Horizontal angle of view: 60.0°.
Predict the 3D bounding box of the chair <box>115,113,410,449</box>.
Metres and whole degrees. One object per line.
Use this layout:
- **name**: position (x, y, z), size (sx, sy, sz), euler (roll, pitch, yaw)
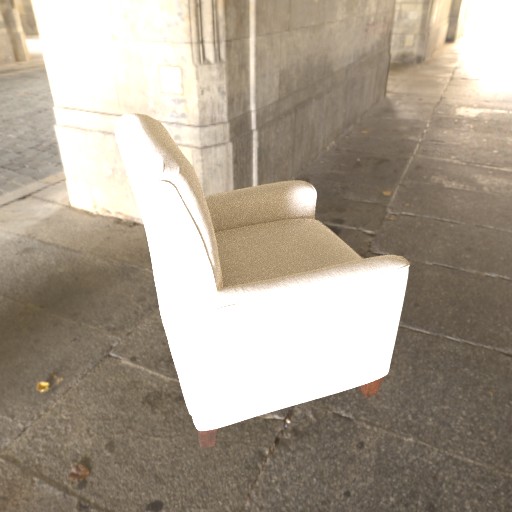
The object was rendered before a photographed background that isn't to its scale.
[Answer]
- **chair**: position (0.000, 0.000, 1.695), size (0.858, 1.028, 0.841), euler (-11, 33, -17)
